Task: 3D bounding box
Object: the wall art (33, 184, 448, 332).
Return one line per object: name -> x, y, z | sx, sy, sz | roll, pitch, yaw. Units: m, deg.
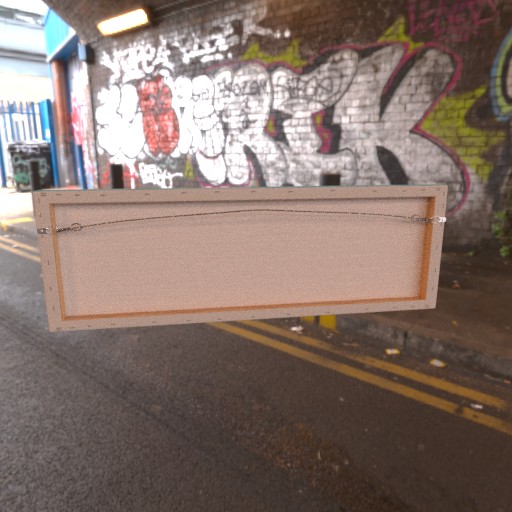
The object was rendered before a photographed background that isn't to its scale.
wall art -> 0.000, 0.000, 0.832 | 0.759, 0.254, 0.044 | -2, 14, -9
